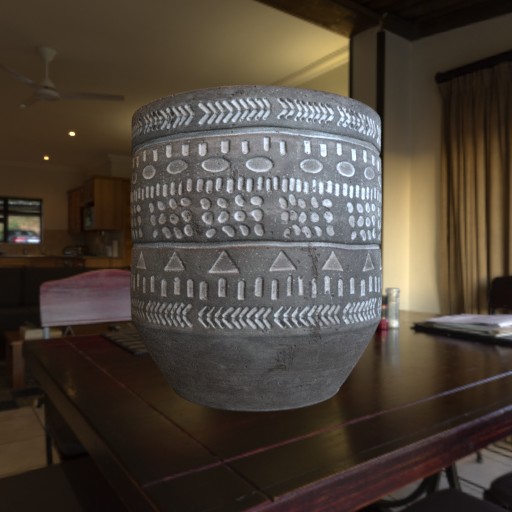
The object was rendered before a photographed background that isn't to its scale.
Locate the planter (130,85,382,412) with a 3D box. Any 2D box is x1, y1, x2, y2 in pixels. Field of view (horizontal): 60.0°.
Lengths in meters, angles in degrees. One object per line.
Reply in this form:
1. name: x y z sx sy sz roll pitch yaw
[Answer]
1. planter: 0.000 0.000 0.260 0.142 0.149 0.142 0 1 0
